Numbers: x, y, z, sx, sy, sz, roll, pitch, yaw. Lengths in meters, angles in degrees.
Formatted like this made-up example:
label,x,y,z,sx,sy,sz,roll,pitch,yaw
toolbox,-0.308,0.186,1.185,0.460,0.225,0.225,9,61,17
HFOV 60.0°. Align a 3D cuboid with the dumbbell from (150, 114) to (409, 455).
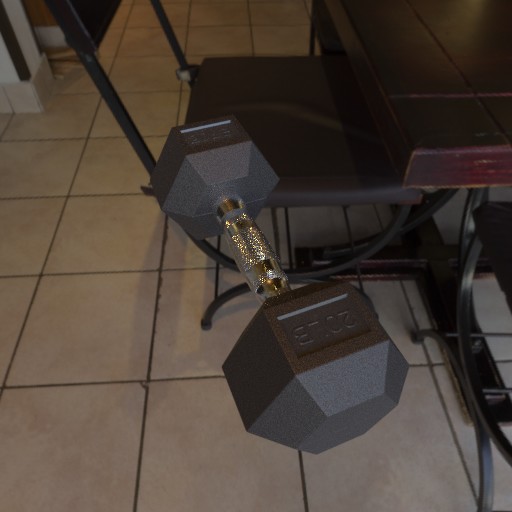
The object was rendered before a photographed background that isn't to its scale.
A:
label,x,y,z,sx,sy,sz,roll,pitch,yaw
dumbbell,0.000,0.000,0.328,0.106,0.092,0.272,-17,50,-14
